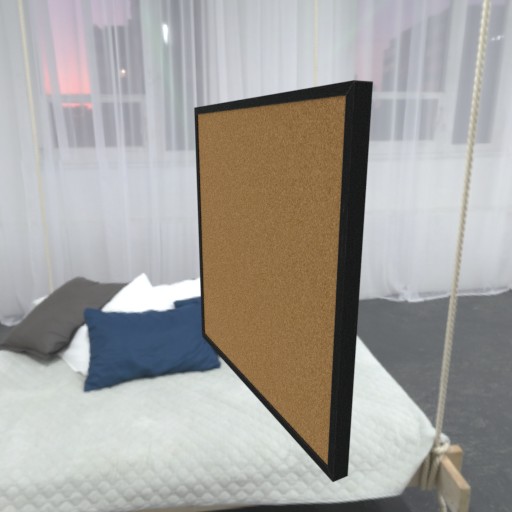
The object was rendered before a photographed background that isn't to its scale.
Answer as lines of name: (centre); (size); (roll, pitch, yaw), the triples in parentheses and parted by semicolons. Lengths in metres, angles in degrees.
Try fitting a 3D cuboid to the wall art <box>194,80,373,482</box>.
wall art: (0.000, 0.000, 1.133); (0.037, 0.761, 0.761); (-7, 17, -26)
